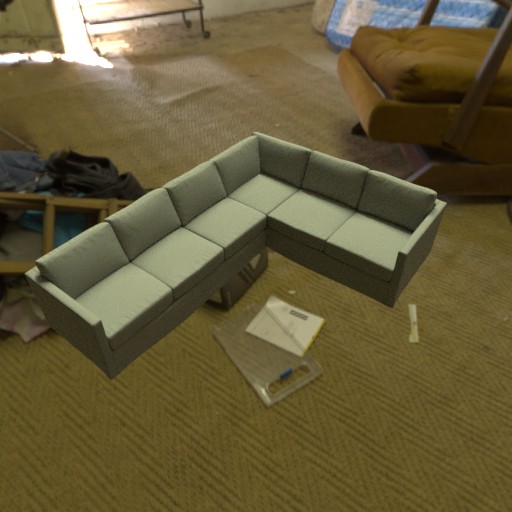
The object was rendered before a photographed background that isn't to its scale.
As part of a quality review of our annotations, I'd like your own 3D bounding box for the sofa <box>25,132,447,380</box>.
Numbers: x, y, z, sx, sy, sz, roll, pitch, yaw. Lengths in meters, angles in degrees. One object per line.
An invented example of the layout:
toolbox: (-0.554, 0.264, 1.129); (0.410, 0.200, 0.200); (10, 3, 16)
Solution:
sofa: (0.000, 0.000, 4.217); (2.432, 0.871, 3.182); (27, 48, 27)
